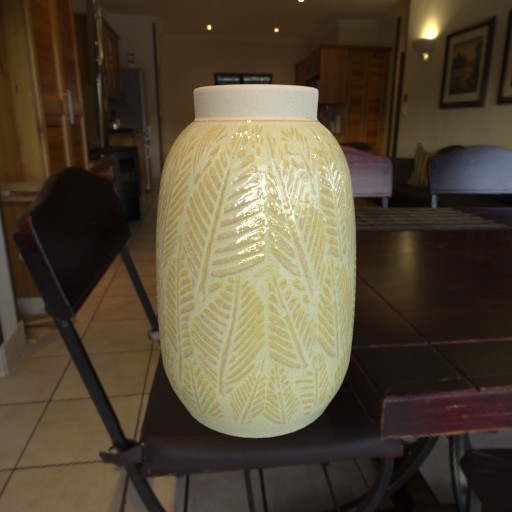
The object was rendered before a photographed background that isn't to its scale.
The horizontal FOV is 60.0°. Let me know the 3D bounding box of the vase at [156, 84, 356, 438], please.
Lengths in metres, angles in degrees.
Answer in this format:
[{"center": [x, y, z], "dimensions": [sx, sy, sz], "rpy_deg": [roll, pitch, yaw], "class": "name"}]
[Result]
[{"center": [0.000, 0.000, 0.383], "dimensions": [0.172, 0.270, 0.172], "rpy_deg": [0, 16, 0], "class": "vase"}]
